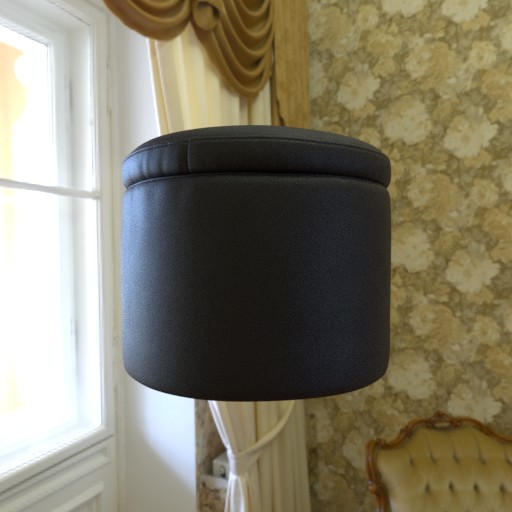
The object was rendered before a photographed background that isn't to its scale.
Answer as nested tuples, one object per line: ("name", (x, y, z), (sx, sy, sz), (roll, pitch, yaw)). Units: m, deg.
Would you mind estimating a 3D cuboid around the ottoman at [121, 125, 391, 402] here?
("ottoman", (0.000, 0.000, 0.861), (0.501, 0.409, 0.501), (0, 1, 0))
